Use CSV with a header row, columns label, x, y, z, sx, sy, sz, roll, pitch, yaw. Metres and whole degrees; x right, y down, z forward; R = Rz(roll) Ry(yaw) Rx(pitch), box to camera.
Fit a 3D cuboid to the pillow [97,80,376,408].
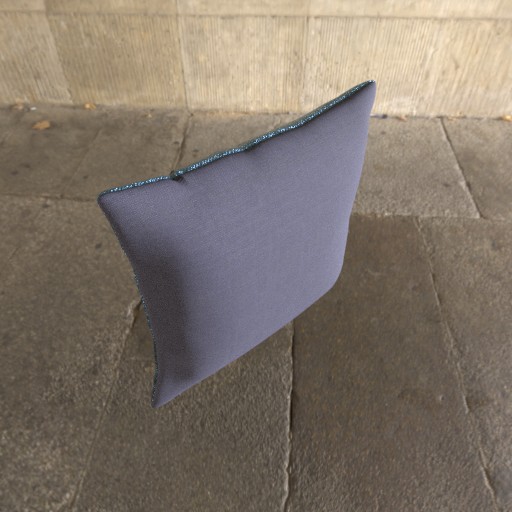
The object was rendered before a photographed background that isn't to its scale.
label,x,y,z,sx,sy,sz,roll,pitch,yaw
pillow,0.000,0.000,0.665,0.436,0.430,0.138,-31,53,-27
